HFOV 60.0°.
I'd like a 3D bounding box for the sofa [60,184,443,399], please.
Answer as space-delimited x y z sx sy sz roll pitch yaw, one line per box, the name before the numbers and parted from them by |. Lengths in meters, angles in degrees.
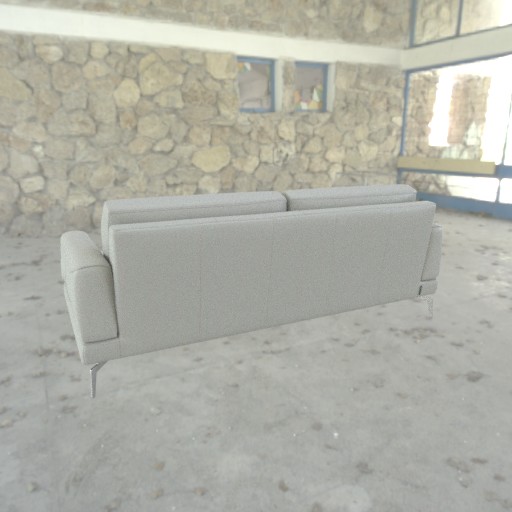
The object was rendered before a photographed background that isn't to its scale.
sofa | 0.000 0.000 2.429 1.940 0.765 0.974 -7 16 -26
